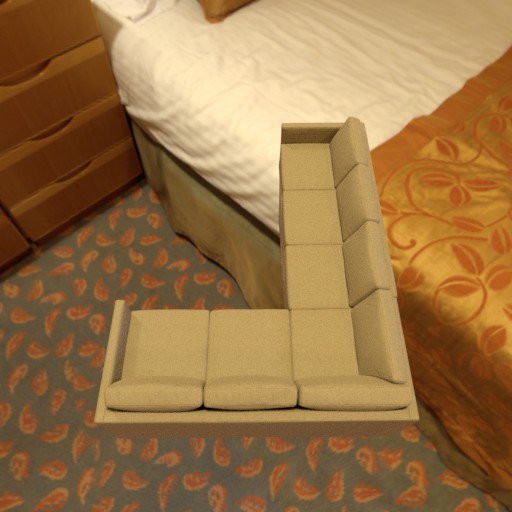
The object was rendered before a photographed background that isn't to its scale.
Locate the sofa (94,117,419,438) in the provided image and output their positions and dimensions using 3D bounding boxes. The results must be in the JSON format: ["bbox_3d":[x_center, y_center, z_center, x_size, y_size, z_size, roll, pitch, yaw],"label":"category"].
[{"bbox_3d":[0.000,0.000,4.303,2.432,0.871,3.182,0,59,0],"label":"sofa"}]
